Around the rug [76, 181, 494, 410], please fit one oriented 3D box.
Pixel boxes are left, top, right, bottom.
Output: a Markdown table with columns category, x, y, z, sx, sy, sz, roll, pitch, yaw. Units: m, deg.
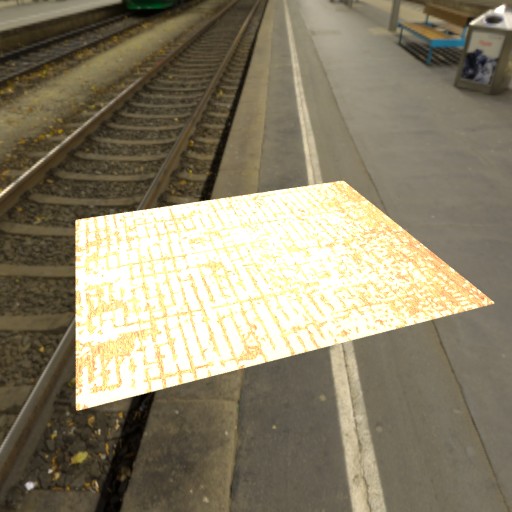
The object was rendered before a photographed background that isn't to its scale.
| category | x | y | z | sx | sy | sz | roll | pitch | yaw |
| --- | --- | --- | --- | --- | --- | --- | --- | --- | --- |
| rug | 0.000 | 0.000 | 3.962 | 3.050 | 0.011 | 2.441 | -11 | 35 | -16 |
